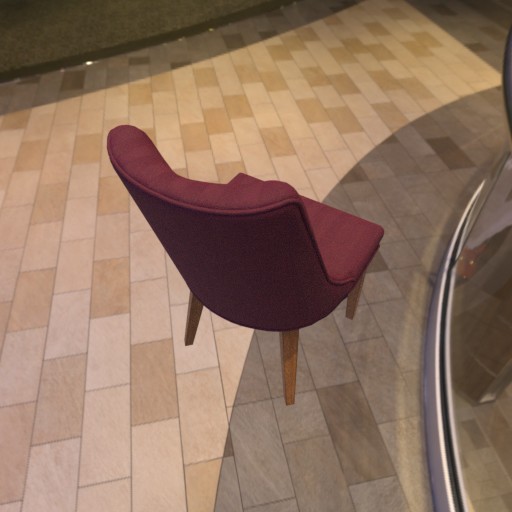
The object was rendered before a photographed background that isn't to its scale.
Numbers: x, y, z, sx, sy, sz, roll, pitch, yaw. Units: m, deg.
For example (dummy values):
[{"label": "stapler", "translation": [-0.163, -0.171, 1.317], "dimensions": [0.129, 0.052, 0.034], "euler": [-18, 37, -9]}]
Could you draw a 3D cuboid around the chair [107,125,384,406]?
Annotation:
[{"label": "chair", "translation": [0.000, 0.000, 1.272], "dimensions": [0.548, 0.916, 0.638], "euler": [25, 51, 22]}]
